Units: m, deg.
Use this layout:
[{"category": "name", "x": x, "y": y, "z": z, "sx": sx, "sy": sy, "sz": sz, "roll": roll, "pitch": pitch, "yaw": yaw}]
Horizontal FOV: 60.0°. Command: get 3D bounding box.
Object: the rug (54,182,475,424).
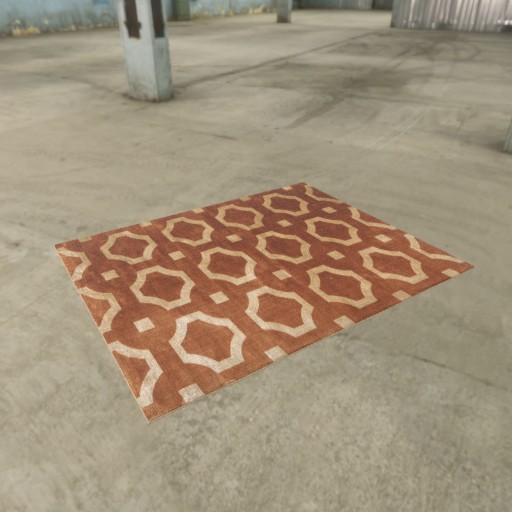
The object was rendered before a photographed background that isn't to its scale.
[{"category": "rug", "x": 0.000, "y": 0.000, "z": 4.100, "sx": 3.049, "sy": 0.021, "sz": 2.466, "roll": -18, "pitch": 35, "yaw": -28}]
